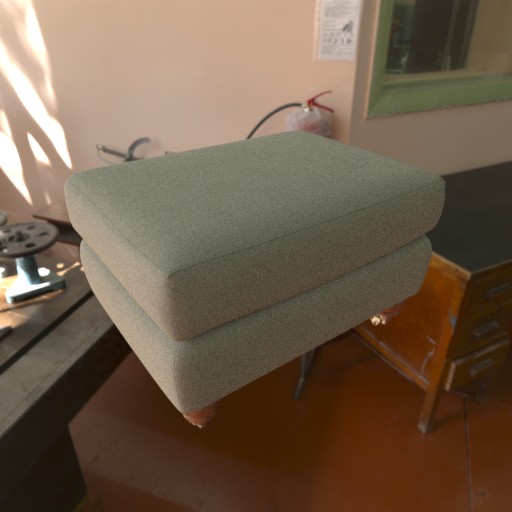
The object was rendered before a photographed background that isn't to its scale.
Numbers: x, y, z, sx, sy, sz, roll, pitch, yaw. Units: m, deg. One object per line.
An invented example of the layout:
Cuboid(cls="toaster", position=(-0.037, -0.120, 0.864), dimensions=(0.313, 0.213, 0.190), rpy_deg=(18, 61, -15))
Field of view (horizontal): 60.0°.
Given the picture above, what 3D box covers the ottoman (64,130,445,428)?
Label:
Cuboid(cls="ottoman", position=(0.000, 0.000, 1.155), dimensions=(0.773, 0.504, 0.569), rpy_deg=(-20, 35, -31))
